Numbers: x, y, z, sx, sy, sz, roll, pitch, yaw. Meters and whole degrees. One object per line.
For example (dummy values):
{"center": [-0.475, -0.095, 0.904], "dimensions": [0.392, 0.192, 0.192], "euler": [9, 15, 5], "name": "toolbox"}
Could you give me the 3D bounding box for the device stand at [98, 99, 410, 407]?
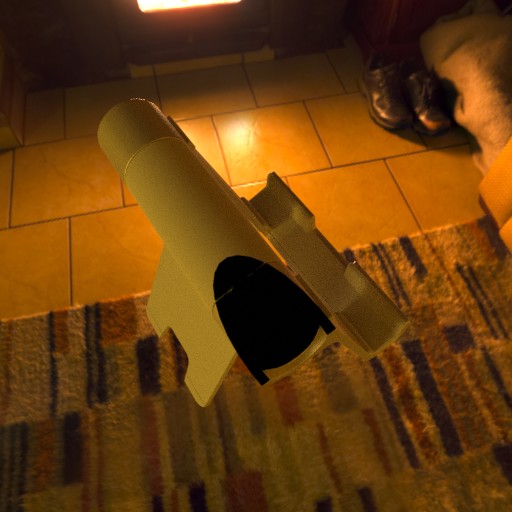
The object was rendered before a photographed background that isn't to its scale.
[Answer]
{"center": [0.000, 0.000, 0.149], "dimensions": [0.079, 0.084, 0.086], "euler": [-29, 63, -17], "name": "device stand"}
